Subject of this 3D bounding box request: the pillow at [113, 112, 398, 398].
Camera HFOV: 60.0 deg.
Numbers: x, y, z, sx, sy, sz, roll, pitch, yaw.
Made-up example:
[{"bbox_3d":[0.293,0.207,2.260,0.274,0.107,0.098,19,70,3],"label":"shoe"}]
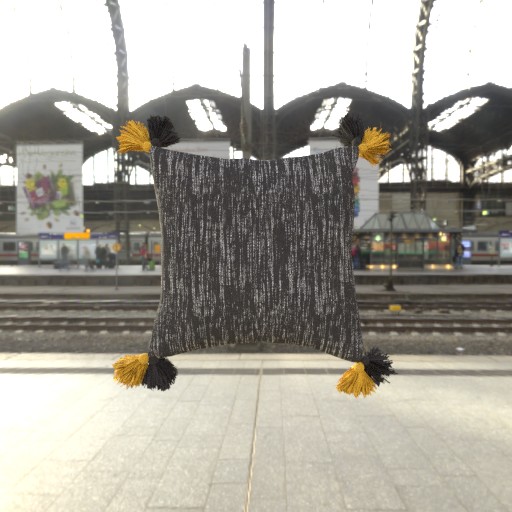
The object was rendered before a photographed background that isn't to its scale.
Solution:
[{"bbox_3d":[0.000,0.000,0.995,0.654,0.659,0.139,0,1,0],"label":"pillow"}]
